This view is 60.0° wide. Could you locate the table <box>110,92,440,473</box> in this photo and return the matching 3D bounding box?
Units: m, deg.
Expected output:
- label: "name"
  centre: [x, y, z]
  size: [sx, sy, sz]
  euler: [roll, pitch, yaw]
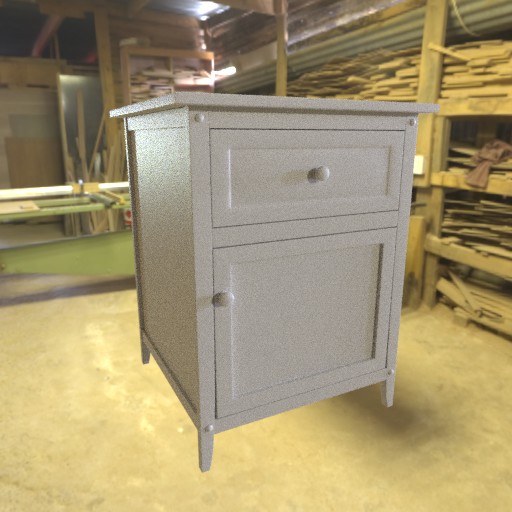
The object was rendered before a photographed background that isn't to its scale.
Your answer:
- label: "table"
  centre: [0.000, 0.000, 0.759]
  size: [0.381, 0.483, 0.381]
  euler: [-8, 17, -26]
